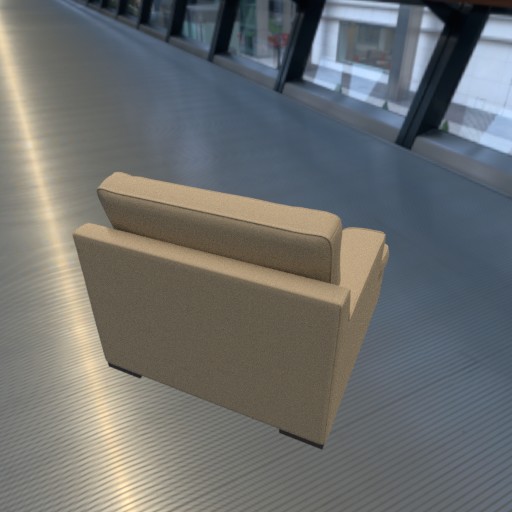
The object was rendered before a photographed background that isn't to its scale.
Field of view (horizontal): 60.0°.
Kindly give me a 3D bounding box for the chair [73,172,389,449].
[{"bbox_3d":[0.000,0.000,2.216,1.293,1.005,1.274,9,34,14],"label":"chair"}]
